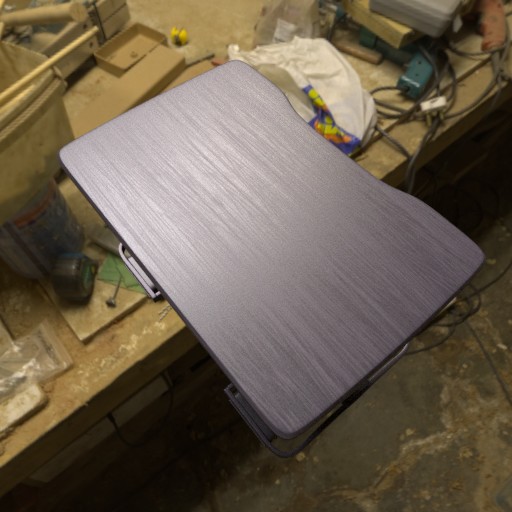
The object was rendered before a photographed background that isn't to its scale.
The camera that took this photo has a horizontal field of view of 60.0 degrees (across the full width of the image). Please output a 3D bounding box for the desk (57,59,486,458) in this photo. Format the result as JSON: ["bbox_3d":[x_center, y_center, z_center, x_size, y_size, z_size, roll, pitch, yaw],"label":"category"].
[{"bbox_3d":[0.000,0.000,1.134,0.546,0.470,0.820,-35,66,-19],"label":"desk"}]
